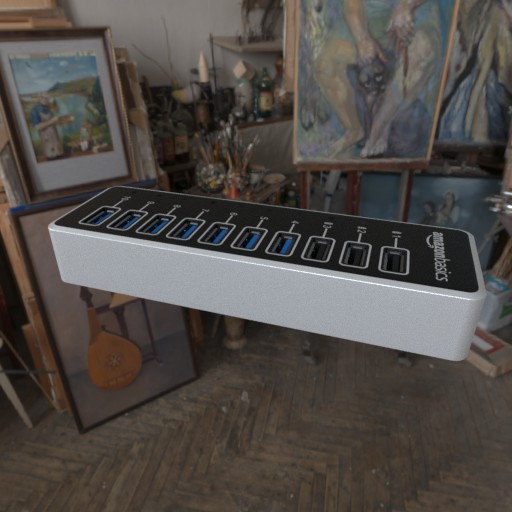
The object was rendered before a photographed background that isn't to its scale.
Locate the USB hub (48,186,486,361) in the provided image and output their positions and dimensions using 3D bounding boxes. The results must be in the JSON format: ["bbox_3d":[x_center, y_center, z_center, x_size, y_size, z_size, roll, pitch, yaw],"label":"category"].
[{"bbox_3d":[0.000,0.000,0.161,0.145,0.023,0.044,9,31,15],"label":"USB hub"}]
